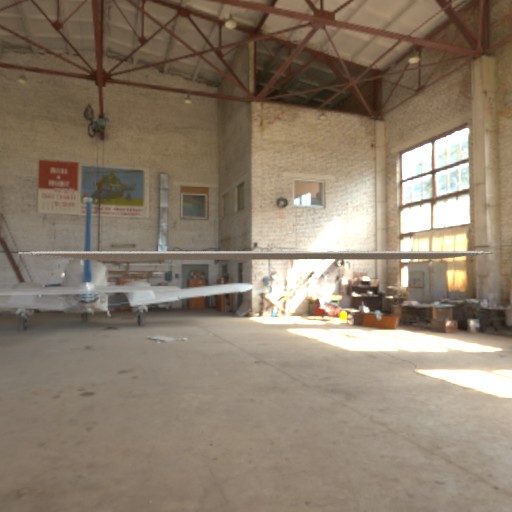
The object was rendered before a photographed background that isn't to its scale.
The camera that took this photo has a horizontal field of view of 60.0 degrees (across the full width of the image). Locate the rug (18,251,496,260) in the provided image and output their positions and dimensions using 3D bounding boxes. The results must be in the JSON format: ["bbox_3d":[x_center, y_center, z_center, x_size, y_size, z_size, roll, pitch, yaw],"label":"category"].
[{"bbox_3d":[0.000,0.000,2.656,2.480,0.013,0.786,0,-3,1],"label":"rug"}]
